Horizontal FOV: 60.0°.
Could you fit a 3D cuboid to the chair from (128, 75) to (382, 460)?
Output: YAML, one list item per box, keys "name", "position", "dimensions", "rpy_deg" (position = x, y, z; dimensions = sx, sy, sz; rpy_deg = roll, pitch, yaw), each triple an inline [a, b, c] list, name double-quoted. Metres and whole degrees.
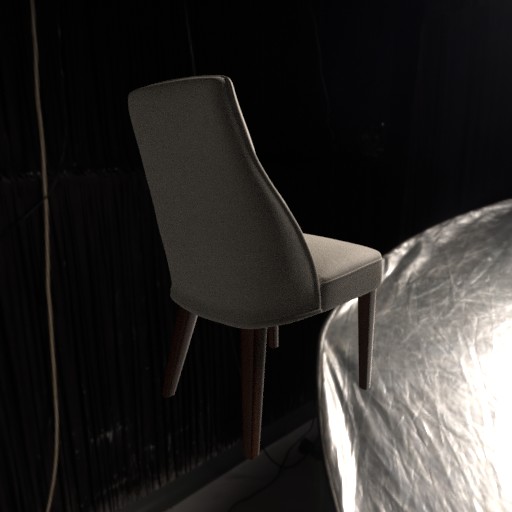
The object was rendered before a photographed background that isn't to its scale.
- name: "chair"
  position: [0.000, 0.000, 1.315]
  dimensions: [0.620, 0.930, 0.500]
  rpy_deg: [-13, 19, -42]
